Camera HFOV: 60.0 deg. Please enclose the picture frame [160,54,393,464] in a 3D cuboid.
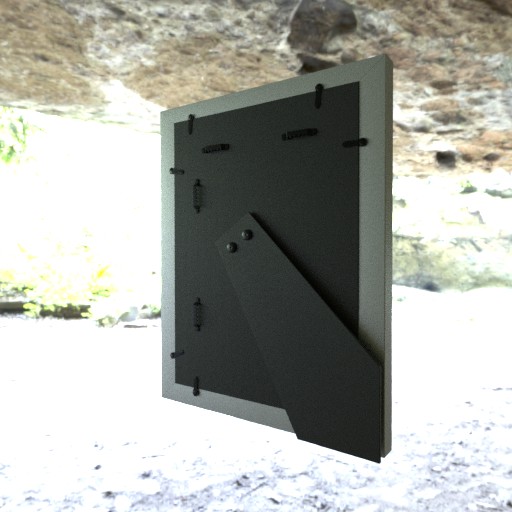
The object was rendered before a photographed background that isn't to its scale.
[{"bbox_3d":[0.000,0.000,0.514,0.307,0.386,0.036,1,1,35],"label":"picture frame"}]
